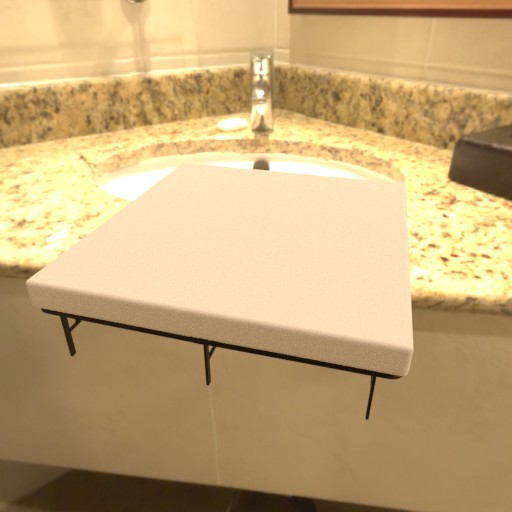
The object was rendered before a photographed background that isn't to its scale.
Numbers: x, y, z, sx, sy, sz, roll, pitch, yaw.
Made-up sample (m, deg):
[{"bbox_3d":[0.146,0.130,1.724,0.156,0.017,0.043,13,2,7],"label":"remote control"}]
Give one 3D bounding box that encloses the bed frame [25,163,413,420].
[{"bbox_3d":[0.000,0.000,3.035,1.935,0.525,2.033,8,31,13],"label":"bed frame"}]
